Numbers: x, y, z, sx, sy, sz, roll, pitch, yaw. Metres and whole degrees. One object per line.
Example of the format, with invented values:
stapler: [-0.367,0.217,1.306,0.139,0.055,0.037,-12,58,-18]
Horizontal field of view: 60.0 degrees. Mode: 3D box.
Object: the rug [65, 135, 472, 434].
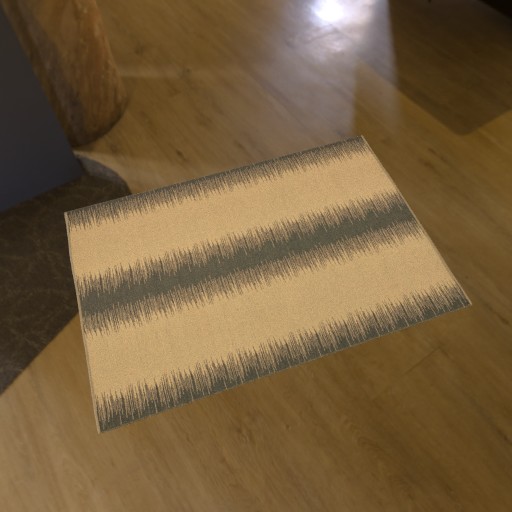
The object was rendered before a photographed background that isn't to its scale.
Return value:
rug: [0.000,0.000,2.337,1.854,0.006,1.234,-17,61,-10]
